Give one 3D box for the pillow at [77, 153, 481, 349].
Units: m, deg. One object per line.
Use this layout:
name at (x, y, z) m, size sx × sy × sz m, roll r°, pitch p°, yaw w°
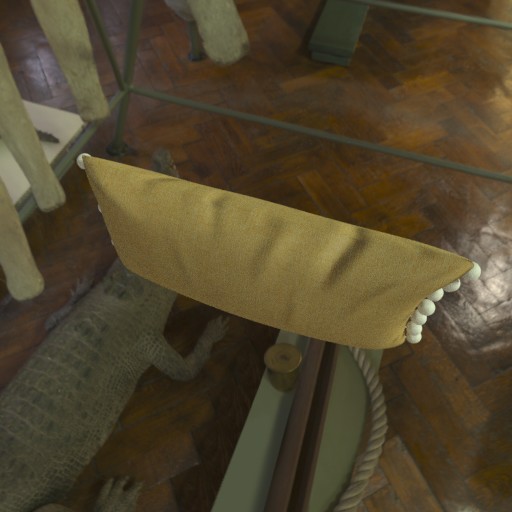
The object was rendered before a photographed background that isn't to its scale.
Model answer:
pillow at (0.000, 0.000, 0.827) m, size 0.709 × 0.322 × 0.201 m, roll 17°, pitch 59°, yaw 11°
